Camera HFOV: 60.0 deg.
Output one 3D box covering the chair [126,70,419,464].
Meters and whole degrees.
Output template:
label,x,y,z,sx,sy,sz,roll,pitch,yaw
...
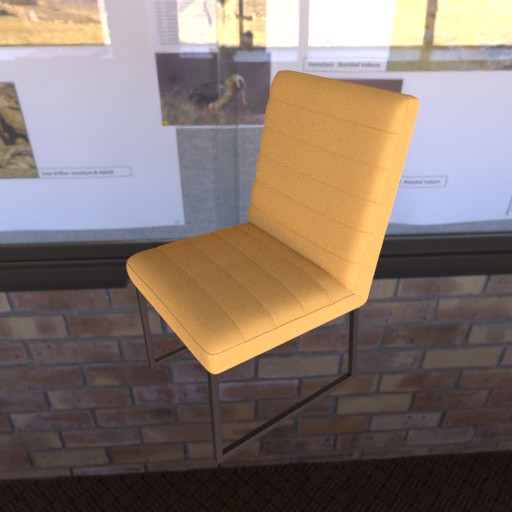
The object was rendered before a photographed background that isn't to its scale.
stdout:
label,x,y,z,sx,sy,sz,roll,pitch,yaw
chair,0.000,0.000,1.312,0.634,0.930,0.520,-21,37,-30
